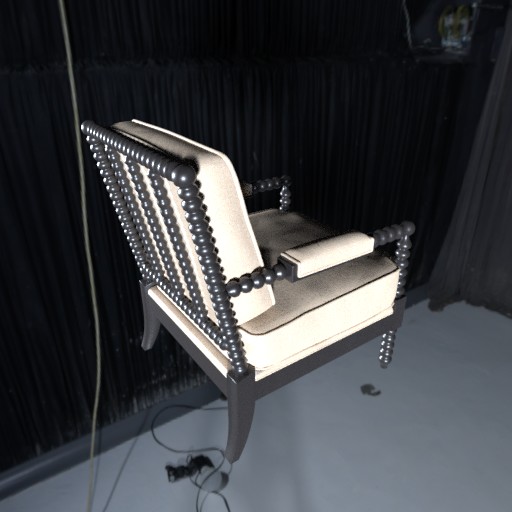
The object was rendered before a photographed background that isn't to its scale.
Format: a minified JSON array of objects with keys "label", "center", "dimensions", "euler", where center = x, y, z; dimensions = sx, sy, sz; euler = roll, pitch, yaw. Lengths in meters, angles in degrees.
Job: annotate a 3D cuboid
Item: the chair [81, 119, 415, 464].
[{"label":"chair","center":[0.000,0.000,1.178],"dimensions":[0.657,0.703,0.555],"euler":[-18,32,-31]}]
